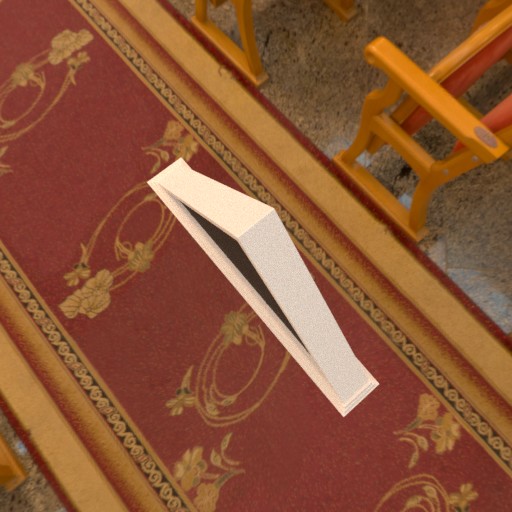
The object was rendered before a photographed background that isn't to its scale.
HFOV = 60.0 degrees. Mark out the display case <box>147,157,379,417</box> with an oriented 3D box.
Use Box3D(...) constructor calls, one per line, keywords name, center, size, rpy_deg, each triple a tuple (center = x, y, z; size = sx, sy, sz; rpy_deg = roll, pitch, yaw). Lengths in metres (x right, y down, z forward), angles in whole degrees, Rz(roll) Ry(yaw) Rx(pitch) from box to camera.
Box3D(name="display case", center=(0.000, 0.000, 0.767), size=(0.095, 0.340, 0.640), rpy_deg=(-39, 78, -10))
